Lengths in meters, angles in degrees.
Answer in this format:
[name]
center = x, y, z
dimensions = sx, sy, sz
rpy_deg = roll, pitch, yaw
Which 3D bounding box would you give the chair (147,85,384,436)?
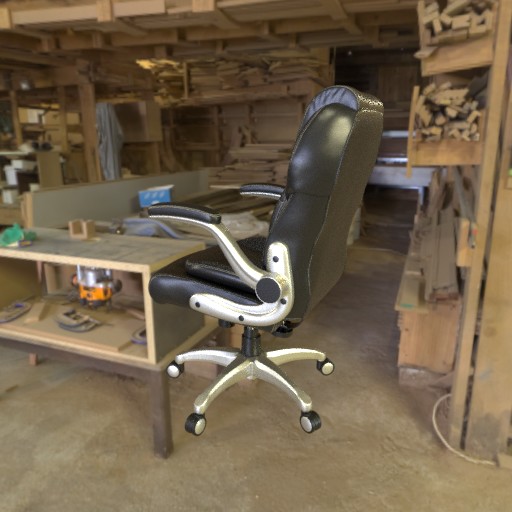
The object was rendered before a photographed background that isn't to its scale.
[chair]
center = 0.000, 0.000, 1.653
dimensions = 0.801, 1.141, 0.724
rpy_deg = 7, 17, 24
